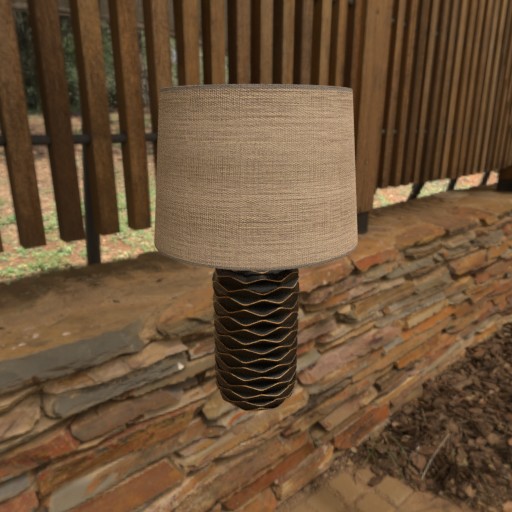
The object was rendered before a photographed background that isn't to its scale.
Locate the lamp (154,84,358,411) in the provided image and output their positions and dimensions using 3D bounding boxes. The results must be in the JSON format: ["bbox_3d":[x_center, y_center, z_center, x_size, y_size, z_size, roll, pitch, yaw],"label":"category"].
[{"bbox_3d":[0.000,0.000,0.849,0.376,0.594,0.376,0,18,0],"label":"lamp"}]
